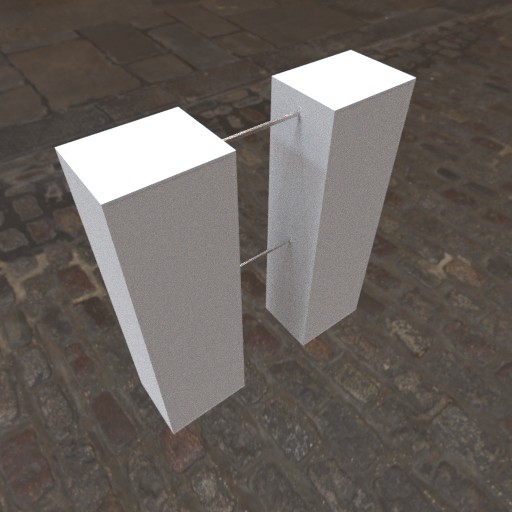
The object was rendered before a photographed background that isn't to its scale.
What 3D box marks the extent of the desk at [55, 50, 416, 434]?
[{"bbox_3d":[0.000,0.000,2.825,1.770,2.000,0.480,-28,52,-25],"label":"desk"}]
